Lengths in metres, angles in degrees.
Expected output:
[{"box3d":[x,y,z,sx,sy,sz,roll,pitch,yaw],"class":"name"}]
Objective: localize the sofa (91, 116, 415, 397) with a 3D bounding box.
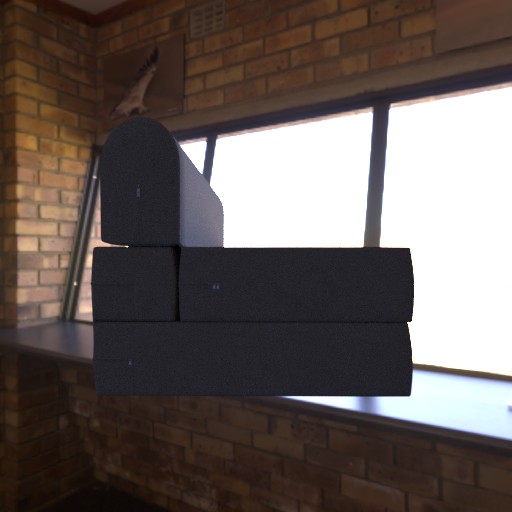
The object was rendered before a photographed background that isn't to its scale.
[{"box3d":[0.000,0.000,1.635,0.762,0.660,1.219,0,0,1],"class":"sofa"}]
